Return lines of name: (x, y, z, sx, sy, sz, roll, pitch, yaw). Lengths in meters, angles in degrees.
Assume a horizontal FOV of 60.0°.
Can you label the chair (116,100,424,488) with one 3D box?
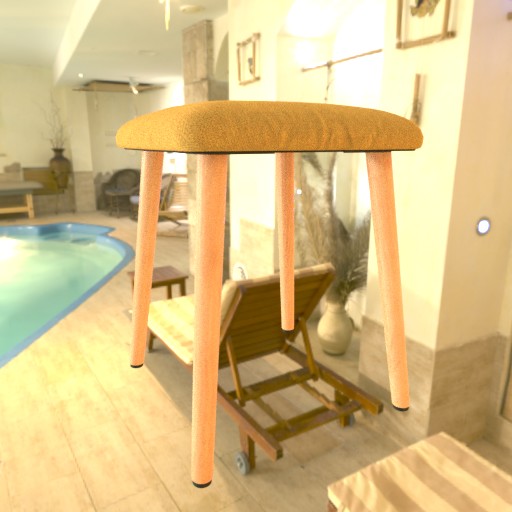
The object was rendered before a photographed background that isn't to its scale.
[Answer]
chair: (0.000, 0.000, 0.680, 0.350, 0.440, 0.350, -8, 16, -27)
